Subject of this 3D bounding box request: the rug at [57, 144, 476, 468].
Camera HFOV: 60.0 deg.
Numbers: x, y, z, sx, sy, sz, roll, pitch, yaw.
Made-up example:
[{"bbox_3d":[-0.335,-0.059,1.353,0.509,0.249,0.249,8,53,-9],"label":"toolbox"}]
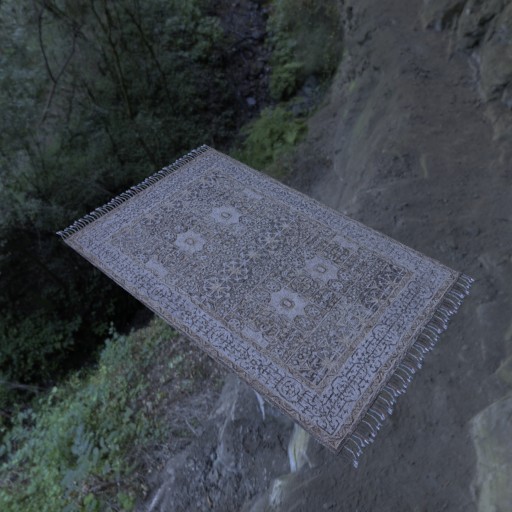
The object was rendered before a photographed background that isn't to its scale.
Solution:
[{"bbox_3d":[0.000,0.000,2.467,2.029,0.010,1.237,31,54,26],"label":"rug"}]
